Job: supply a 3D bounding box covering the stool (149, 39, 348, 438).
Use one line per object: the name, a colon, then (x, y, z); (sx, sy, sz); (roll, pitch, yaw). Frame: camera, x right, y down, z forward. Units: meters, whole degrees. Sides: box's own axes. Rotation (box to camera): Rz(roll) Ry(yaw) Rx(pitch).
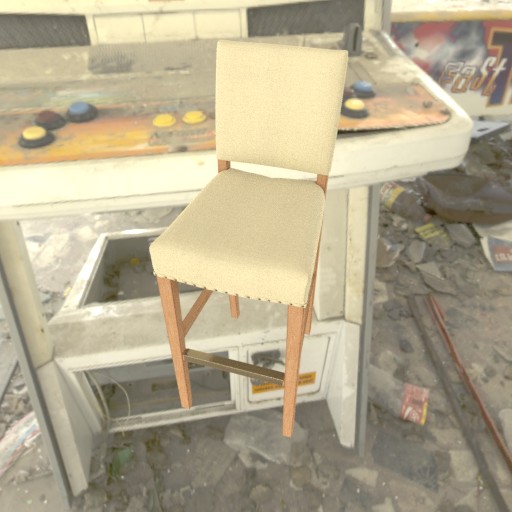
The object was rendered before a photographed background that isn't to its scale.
stool: (0.000, 0.000, 1.420); (0.428, 1.143, 0.546); (11, 42, 13)
